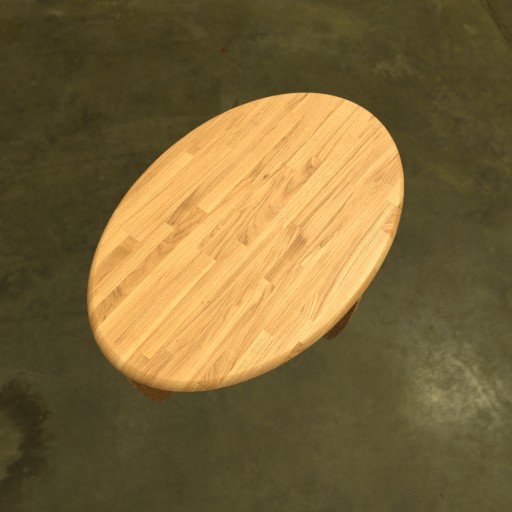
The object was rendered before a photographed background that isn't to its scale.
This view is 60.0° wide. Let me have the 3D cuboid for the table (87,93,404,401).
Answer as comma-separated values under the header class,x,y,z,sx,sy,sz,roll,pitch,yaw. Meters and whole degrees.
class,x,y,z,sx,sy,sz,roll,pitch,yaw
table,0.000,0.000,1.390,0.690,0.490,1.040,34,67,17
